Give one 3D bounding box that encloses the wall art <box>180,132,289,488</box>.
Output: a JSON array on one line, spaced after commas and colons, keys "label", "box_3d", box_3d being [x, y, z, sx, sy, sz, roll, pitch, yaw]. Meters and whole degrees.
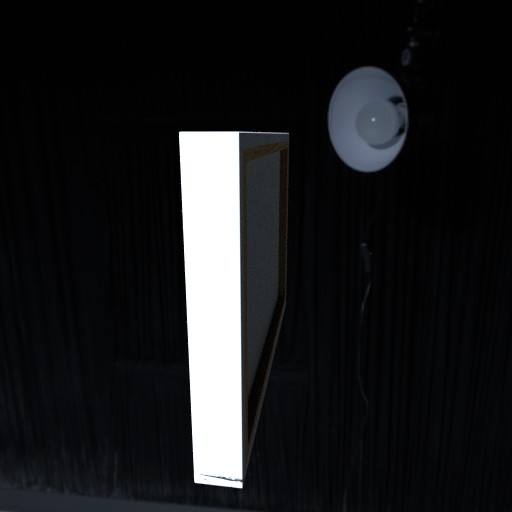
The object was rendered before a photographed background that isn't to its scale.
[{"label": "wall art", "box_3d": [0.000, 0.000, 0.485, 0.038, 0.259, 0.381, 2, 16, 8]}]
